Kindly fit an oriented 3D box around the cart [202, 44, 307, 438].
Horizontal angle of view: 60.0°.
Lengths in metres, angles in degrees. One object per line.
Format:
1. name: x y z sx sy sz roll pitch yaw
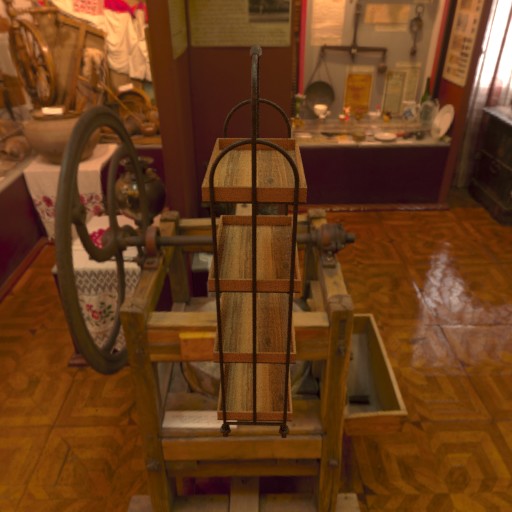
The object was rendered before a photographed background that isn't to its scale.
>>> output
1. cart: 0.000 0.000 1.713 0.308 1.481 0.581 1 32 1
